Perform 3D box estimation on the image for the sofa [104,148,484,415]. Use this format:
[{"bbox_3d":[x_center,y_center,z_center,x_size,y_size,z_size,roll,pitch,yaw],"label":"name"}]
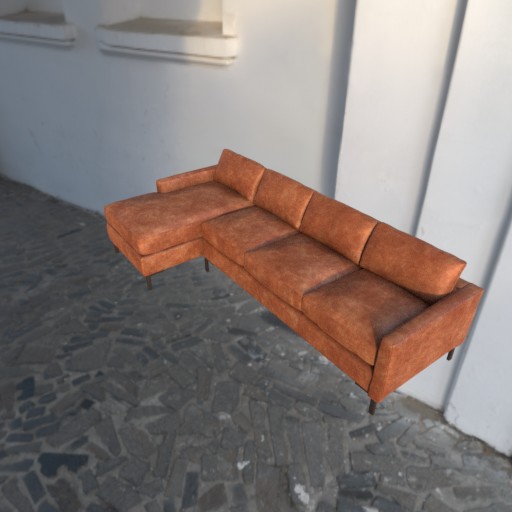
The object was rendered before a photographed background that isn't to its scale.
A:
[{"bbox_3d":[0.000,0.000,3.612,1.471,0.859,2.993,-21,38,-30],"label":"sofa"}]
